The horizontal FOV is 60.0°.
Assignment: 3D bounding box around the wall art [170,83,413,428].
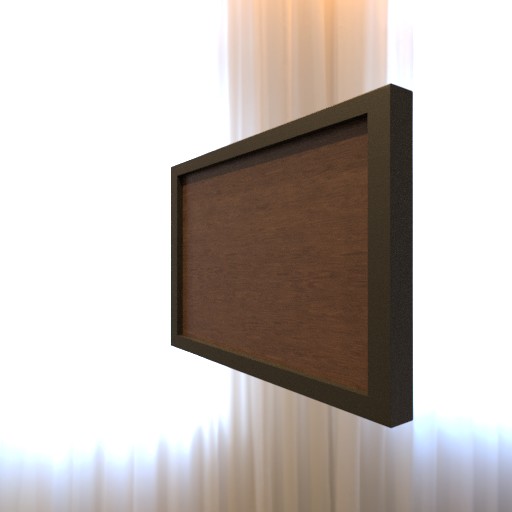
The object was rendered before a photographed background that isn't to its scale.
[{"bbox_3d":[0.000,0.000,0.870,0.051,0.456,0.671,0,0,-36],"label":"wall art"}]
